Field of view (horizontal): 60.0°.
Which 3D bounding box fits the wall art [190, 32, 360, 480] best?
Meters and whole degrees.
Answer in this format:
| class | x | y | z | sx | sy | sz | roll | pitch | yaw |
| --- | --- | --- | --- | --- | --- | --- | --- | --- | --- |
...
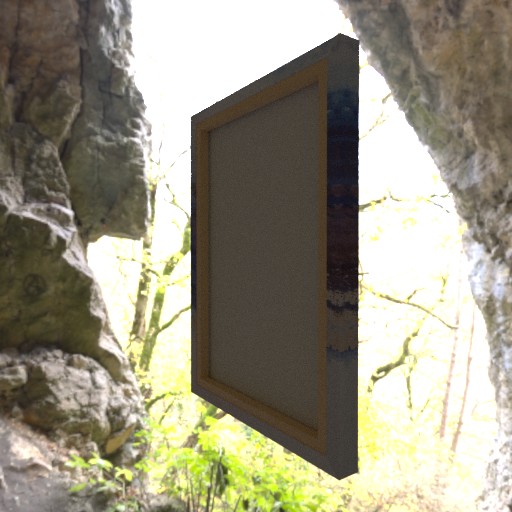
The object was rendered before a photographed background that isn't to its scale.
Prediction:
| class | x | y | z | sx | sy | sz | roll | pitch | yaw |
| --- | --- | --- | --- | --- | --- | --- | --- | --- | --- |
| wall art | 0.000 | 0.000 | 0.764 | 0.036 | 0.581 | 0.437 | -1 | 1 | -34 |
